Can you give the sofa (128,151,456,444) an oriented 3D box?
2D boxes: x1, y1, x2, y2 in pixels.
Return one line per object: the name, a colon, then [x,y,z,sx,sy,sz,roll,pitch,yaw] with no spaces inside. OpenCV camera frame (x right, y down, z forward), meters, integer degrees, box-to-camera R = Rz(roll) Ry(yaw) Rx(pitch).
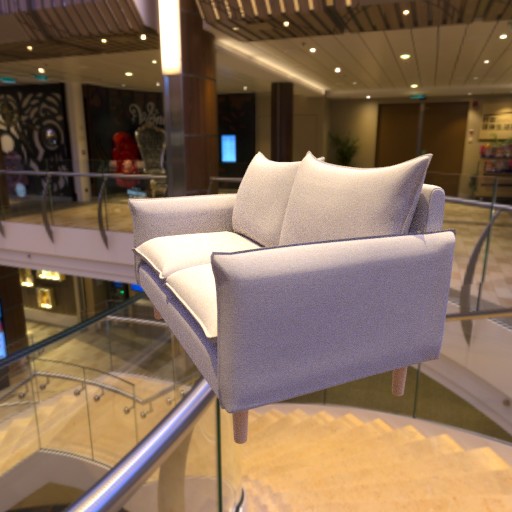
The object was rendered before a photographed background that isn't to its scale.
sofa: [0.000,0.000,1.828,0.820,0.840,1.300,-7,16,-24]
